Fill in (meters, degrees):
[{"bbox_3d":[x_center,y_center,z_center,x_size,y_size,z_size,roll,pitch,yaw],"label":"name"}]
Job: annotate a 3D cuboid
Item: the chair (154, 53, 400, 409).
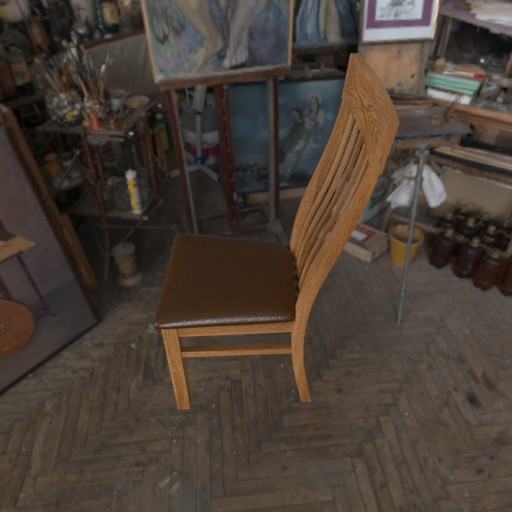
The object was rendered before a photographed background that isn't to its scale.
[{"bbox_3d":[0.000,0.000,1.359,0.580,1.050,0.450,0,40,0],"label":"chair"}]
